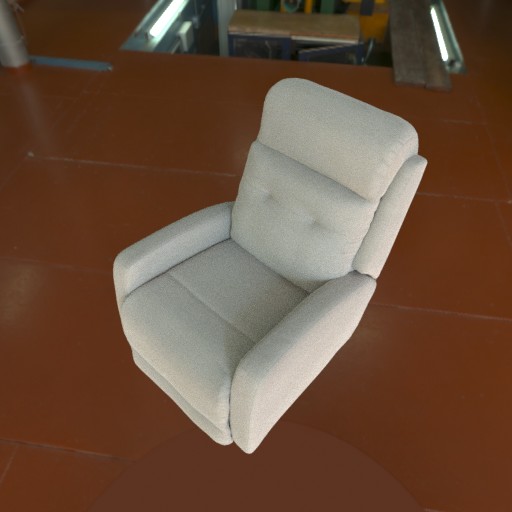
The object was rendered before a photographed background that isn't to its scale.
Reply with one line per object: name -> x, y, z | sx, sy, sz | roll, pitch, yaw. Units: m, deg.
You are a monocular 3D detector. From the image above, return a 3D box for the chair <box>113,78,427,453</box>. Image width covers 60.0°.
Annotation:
chair -> 0.000, 0.000, 1.719 | 0.798, 1.013, 1.043 | 35, 57, 27
